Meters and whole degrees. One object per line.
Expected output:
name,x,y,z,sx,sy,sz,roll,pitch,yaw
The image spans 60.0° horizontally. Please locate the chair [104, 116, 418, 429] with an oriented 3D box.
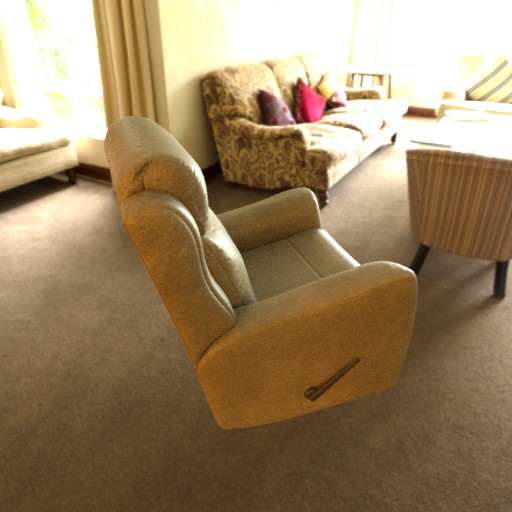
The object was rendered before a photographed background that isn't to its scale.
chair,0.000,0.000,1.892,1.068,1.116,0.967,-10,31,-17
